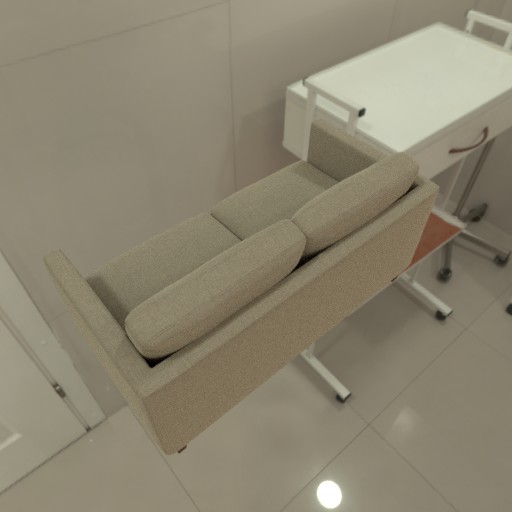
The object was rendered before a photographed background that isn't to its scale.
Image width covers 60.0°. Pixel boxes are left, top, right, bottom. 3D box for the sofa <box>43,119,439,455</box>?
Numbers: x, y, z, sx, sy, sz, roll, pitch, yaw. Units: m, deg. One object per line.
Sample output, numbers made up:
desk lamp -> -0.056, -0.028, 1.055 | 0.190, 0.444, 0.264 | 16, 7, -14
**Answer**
sofa -> 0.000, 0.000, 2.438 | 1.884, 0.947, 0.951 | -32, 56, -26
